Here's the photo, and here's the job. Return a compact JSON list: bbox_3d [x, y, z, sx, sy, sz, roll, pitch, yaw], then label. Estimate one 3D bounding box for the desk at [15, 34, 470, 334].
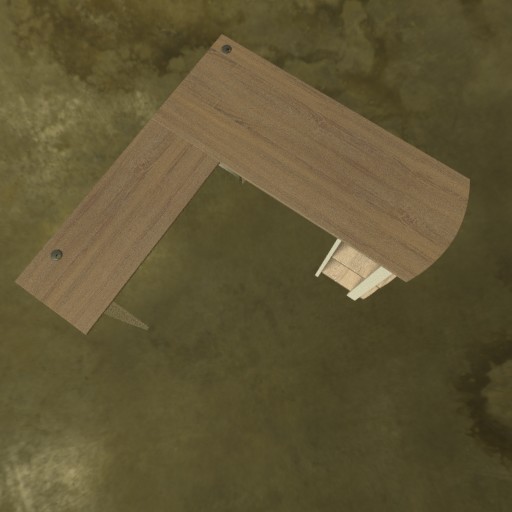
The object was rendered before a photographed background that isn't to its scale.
[{"bbox_3d":[0.000,0.000,2.083,1.303,0.716,1.361,34,78,8],"label":"desk"}]
